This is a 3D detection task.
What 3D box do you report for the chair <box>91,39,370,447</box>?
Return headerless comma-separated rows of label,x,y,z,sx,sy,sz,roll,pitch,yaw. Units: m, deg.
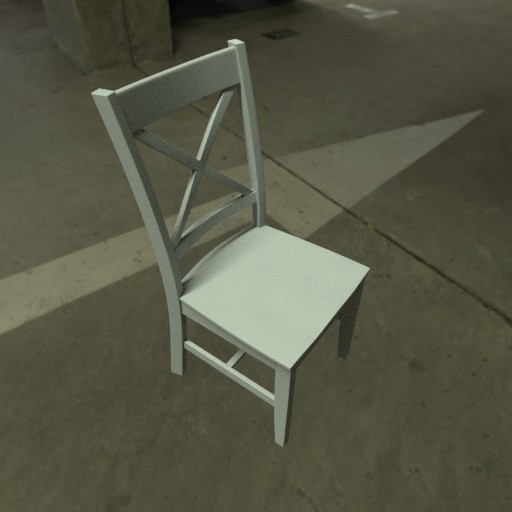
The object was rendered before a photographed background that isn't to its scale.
chair,0.000,0.000,1.280,0.542,0.983,0.485,26,47,27
